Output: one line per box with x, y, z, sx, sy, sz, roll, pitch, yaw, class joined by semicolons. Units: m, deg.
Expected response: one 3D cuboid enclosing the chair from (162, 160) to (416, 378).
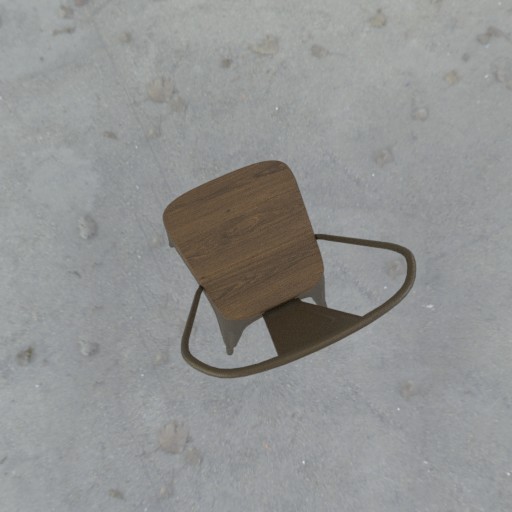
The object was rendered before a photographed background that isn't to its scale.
0.000;0.000;1.147;0.451;0.844;0.532;-24;78;-5;chair
